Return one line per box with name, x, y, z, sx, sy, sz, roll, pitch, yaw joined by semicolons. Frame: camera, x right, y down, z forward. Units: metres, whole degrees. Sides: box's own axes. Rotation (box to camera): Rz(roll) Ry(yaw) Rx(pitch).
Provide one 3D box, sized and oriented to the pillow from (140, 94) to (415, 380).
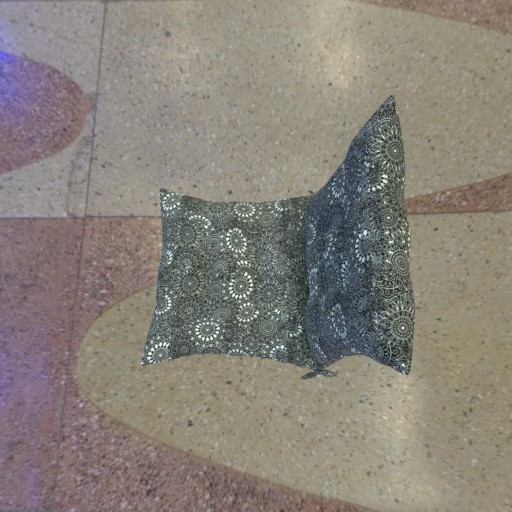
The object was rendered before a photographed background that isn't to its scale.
pillow;0.000;0.000;1.012;0.585;0.536;0.541;2;75;1
